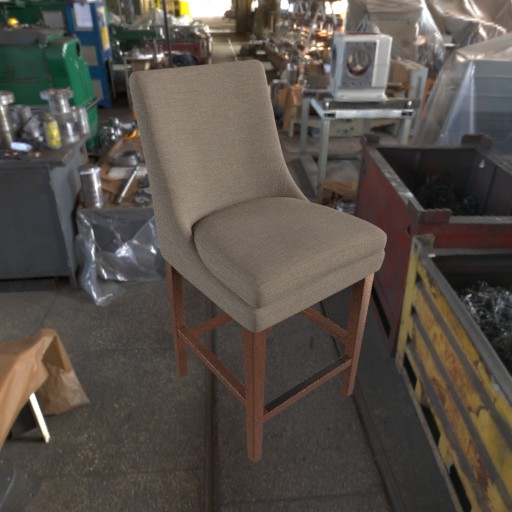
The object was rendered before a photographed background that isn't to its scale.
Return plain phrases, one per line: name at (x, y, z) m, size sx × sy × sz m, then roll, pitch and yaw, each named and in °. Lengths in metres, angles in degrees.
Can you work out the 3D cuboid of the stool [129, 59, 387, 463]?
stool at (0.000, 0.000, 1.292) m, size 0.470 × 0.981 × 0.577 m, roll -22°, pitch 37°, yaw -32°
